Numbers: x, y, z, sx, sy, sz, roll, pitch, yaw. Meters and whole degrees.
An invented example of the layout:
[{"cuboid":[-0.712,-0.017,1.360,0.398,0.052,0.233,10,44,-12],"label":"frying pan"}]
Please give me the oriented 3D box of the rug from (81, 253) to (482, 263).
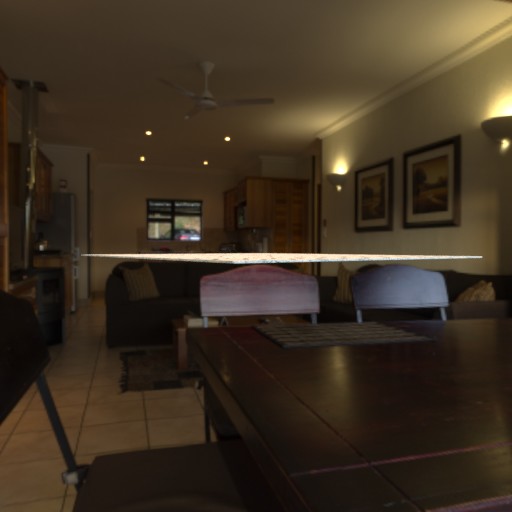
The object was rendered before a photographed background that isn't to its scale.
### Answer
[{"cuboid":[0.000,0.000,4.204,2.441,0.013,3.056,-1,1,-35],"label":"rug"}]
